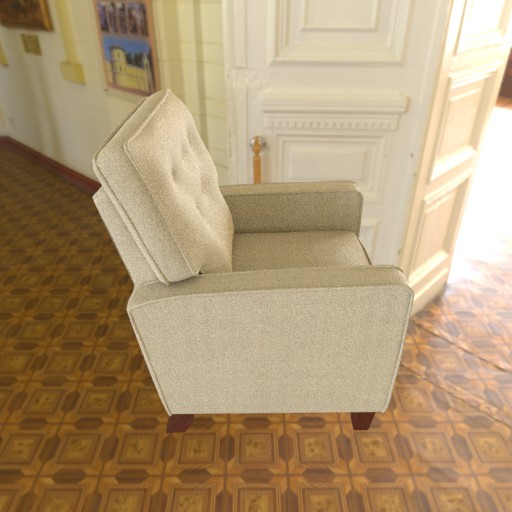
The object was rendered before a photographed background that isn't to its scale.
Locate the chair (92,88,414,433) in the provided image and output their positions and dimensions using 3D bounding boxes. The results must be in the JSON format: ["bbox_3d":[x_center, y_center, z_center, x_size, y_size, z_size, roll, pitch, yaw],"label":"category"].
[{"bbox_3d":[0.000,0.000,1.354,0.754,0.888,0.648,0,32,-1],"label":"chair"}]
